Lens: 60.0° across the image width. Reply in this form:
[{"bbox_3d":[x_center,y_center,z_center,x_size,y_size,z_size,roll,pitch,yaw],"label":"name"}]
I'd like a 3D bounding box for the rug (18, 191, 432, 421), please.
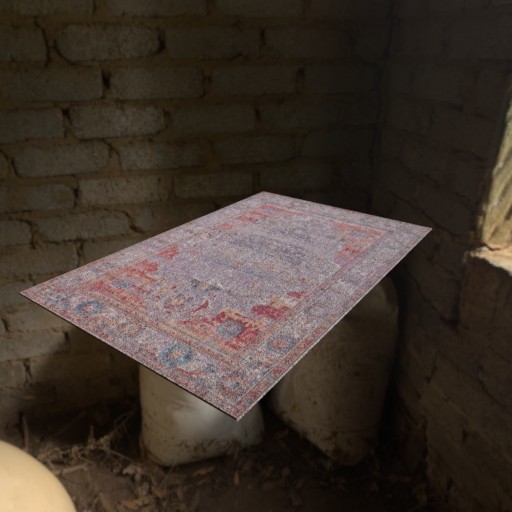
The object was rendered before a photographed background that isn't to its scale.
[{"bbox_3d":[0.000,0.000,2.261,1.219,0.005,1.829,18,31,32],"label":"rug"}]
